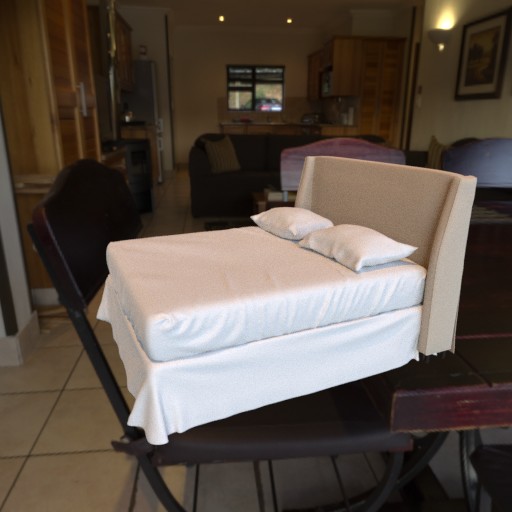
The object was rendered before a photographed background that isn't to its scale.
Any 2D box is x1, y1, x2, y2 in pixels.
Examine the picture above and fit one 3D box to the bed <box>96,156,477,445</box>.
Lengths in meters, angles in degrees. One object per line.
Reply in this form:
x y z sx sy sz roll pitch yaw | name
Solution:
0.000 0.000 3.385 2.276 1.332 1.925 -8 19 -24 | bed
